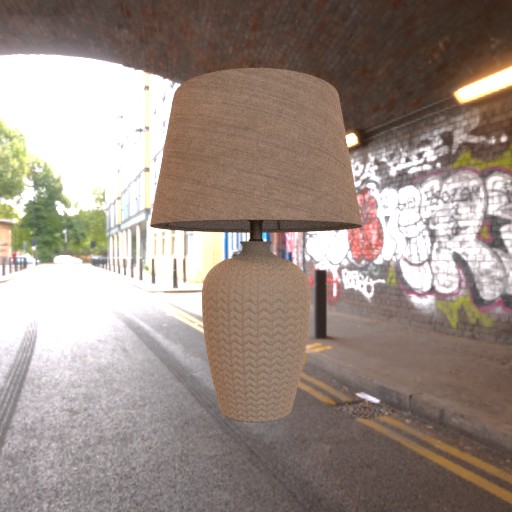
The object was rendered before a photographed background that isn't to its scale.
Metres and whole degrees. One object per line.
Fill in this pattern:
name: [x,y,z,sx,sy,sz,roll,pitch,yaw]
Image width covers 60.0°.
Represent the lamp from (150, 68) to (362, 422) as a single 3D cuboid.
lamp: [0.000,0.000,0.836,0.390,0.580,0.390,0,0,0]
